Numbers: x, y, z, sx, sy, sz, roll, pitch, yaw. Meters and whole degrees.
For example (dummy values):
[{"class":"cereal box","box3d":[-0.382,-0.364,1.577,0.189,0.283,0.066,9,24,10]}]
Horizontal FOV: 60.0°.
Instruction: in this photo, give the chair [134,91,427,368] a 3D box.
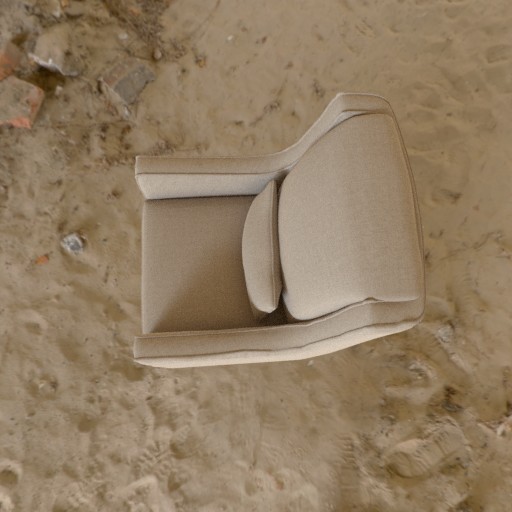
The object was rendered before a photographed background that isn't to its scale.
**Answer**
[{"class":"chair","box3d":[0.000,0.000,1.624,0.879,0.993,0.732,-4,74,-1]}]
